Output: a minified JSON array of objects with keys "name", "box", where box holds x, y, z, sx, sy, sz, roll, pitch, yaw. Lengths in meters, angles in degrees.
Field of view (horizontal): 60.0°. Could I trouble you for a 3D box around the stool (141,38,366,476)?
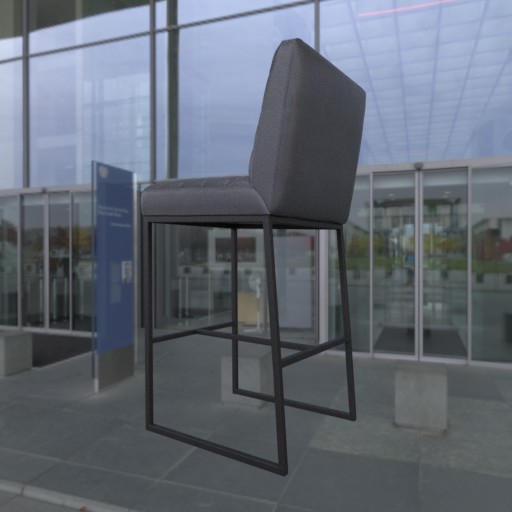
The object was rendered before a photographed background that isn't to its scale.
[{"name":"stool","box":[0.000,0.000,1.358,0.552,1.040,0.457,0,0,35]}]
